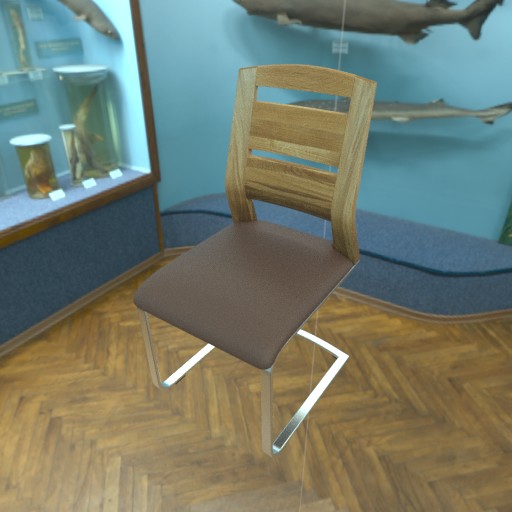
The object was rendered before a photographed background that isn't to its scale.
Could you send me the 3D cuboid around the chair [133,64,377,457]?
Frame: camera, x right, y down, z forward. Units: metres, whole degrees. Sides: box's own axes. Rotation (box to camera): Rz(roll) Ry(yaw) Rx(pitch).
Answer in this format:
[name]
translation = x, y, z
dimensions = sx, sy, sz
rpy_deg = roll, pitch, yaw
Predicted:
[chair]
translation = 0.000, 0.000, 1.279
dimensions = 0.460, 0.970, 0.570
rpy_deg = 20, 36, 30
